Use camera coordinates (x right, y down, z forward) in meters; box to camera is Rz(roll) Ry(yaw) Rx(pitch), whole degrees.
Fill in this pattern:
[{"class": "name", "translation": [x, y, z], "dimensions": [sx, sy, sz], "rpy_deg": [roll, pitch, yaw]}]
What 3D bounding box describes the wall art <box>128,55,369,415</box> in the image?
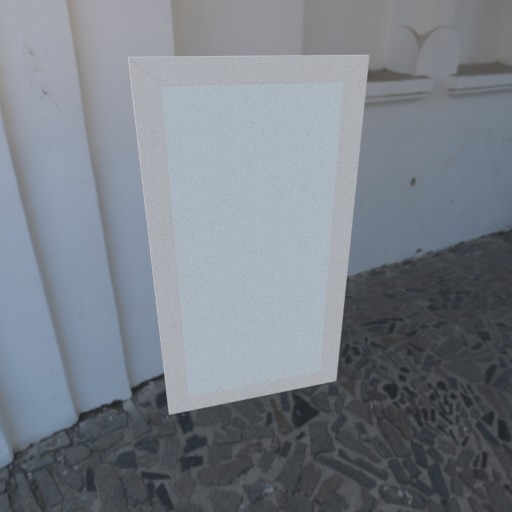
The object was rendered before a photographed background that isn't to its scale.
[{"class": "wall art", "translation": [0.000, 0.000, 0.830], "dimensions": [0.380, 0.683, 0.013], "rpy_deg": [-7, 27, -14]}]
